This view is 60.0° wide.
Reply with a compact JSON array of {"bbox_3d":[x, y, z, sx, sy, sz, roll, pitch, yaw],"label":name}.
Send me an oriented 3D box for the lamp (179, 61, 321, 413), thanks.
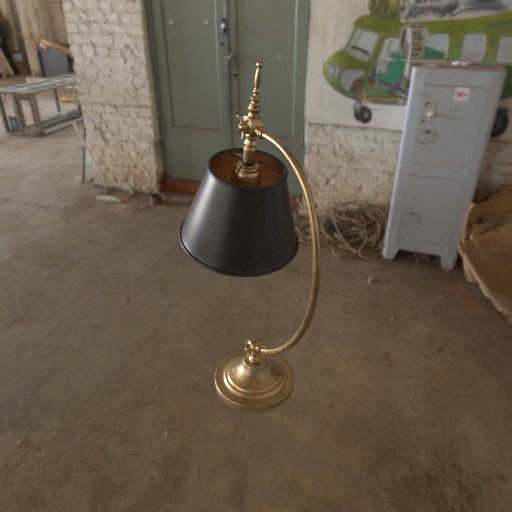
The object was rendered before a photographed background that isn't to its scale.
[{"bbox_3d":[0.000,0.000,0.832,0.235,0.675,0.344,-18,34,-29],"label":"lamp"}]
